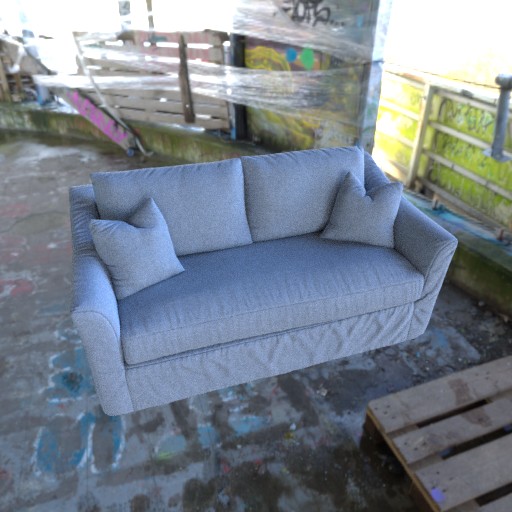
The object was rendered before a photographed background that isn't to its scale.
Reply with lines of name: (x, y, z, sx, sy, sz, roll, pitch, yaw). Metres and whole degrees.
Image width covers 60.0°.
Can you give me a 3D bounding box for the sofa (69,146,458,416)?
sofa: (0.000, 0.000, 2.649, 2.010, 1.018, 1.072, -10, 34, -15)
